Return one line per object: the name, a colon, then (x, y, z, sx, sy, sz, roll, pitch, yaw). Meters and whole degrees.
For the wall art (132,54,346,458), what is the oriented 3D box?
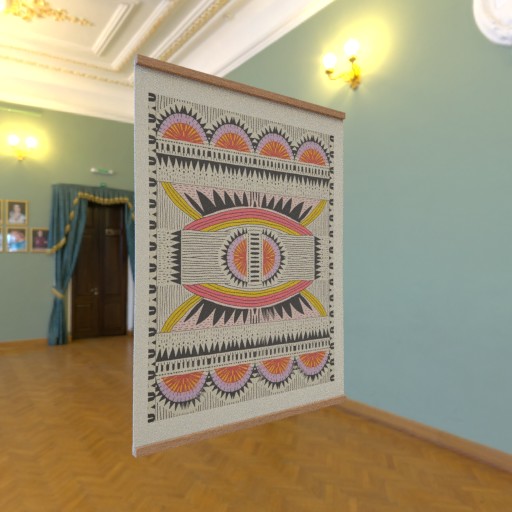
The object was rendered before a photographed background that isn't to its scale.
wall art: (0.000, 0.000, 1.348, 0.765, 1.016, 0.028, 0, -1, -36)
